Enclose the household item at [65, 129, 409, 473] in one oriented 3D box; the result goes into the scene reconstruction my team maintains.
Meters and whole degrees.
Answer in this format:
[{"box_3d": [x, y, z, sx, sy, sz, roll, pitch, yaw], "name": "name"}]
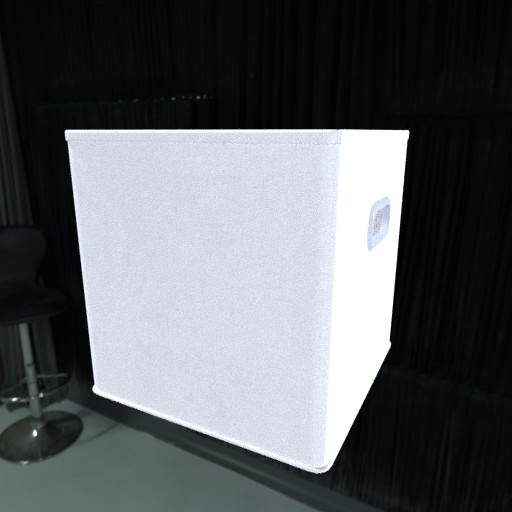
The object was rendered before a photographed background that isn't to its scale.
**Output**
[{"box_3d": [0.000, 0.000, 0.559, 0.305, 0.305, 0.305, 8, 18, 26], "name": "household item"}]
